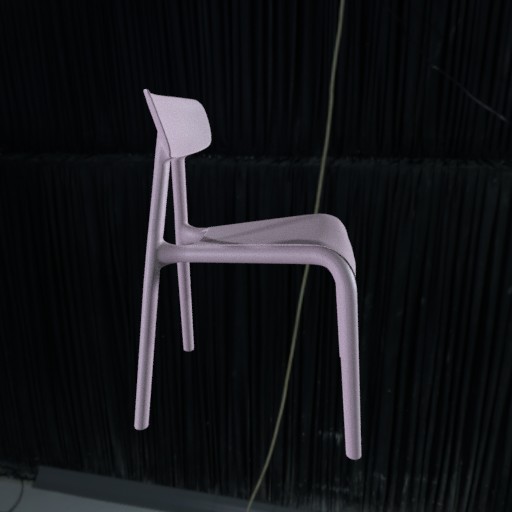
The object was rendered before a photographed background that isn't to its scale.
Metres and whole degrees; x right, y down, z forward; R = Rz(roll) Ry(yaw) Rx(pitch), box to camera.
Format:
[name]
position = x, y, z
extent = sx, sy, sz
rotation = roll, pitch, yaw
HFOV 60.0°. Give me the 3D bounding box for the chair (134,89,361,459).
[chair]
position = 0.000, 0.000, 0.840
extent = 0.401, 0.580, 0.356
rotation = 2, 16, 8
